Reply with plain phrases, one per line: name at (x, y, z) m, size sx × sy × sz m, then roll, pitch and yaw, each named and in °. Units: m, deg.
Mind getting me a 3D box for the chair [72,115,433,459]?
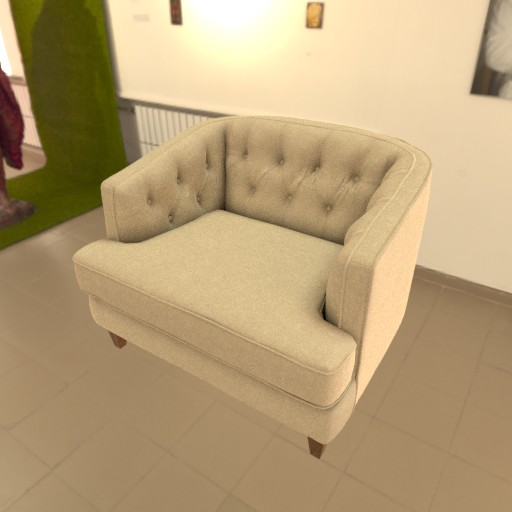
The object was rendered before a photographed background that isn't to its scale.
chair at (0.000, 0.000, 1.727) m, size 1.104 × 0.852 × 0.941 m, roll 19°, pitch 35°, yaw 28°
